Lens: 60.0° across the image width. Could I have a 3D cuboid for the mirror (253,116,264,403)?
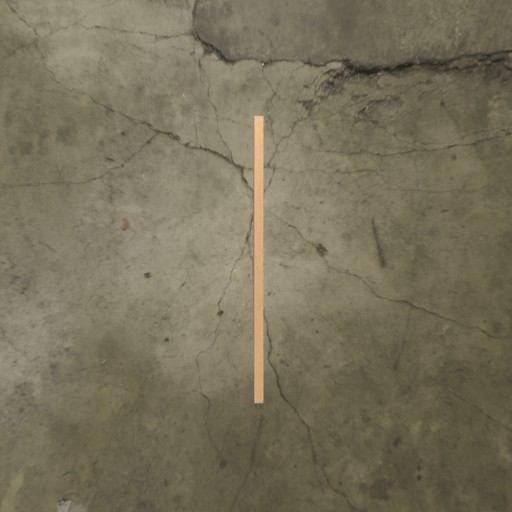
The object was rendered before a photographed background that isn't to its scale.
[{"bbox_3d":[0.000,0.000,2.270,0.026,2.031,0.812,0,91,0],"label":"mirror"}]
